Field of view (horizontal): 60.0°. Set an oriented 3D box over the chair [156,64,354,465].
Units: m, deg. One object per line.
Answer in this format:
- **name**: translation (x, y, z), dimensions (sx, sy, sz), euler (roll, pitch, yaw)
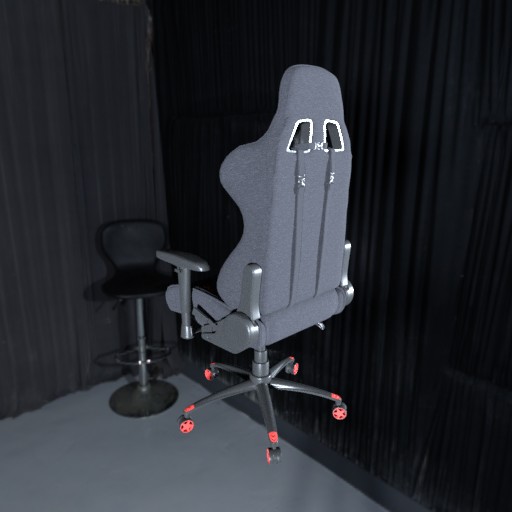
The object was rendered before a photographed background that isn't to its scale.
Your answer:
- **chair**: translation (0.000, 0.000, 1.729), dimensions (0.695, 1.326, 0.658), euler (-14, 20, -42)
